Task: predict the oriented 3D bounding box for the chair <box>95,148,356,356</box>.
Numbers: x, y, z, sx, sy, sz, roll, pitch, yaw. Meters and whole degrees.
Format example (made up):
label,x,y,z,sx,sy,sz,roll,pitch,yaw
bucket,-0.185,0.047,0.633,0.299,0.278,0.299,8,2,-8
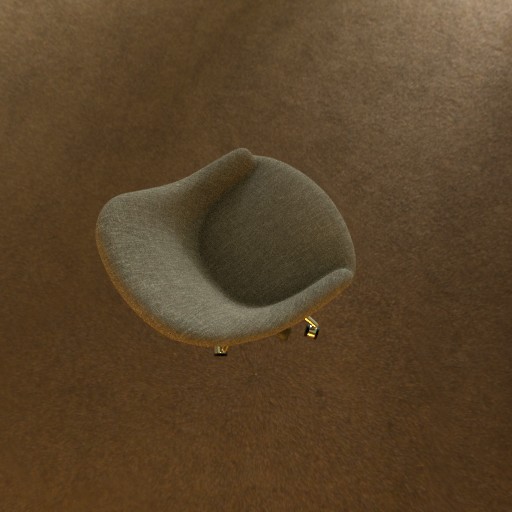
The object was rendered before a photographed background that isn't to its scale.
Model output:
label,x,y,z,sx,sy,sz,roll,pitch,yaw
chair,0.000,0.000,1.442,0.712,0.950,0.671,-36,78,-9
